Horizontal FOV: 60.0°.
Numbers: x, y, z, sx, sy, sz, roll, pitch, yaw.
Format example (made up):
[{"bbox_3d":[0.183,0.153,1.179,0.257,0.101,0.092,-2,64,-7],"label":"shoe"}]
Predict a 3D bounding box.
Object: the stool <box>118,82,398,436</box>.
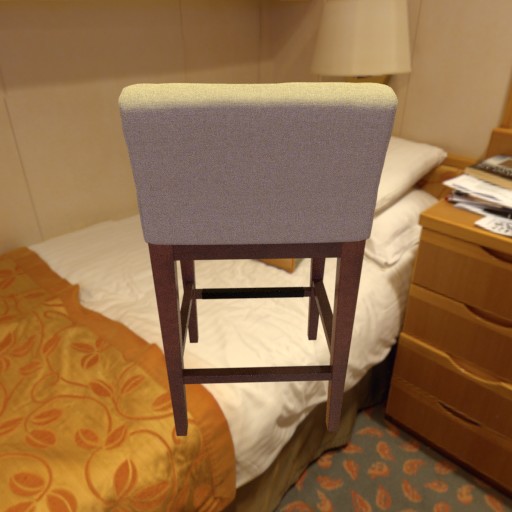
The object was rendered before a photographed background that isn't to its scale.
[{"bbox_3d":[0.000,0.000,1.205,0.511,0.937,0.500,-1,29,-2],"label":"stool"}]
